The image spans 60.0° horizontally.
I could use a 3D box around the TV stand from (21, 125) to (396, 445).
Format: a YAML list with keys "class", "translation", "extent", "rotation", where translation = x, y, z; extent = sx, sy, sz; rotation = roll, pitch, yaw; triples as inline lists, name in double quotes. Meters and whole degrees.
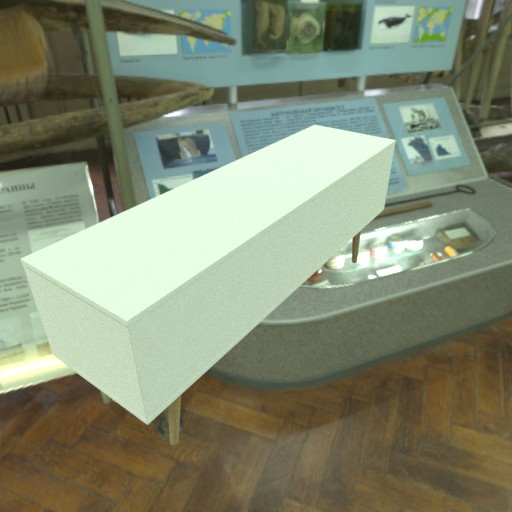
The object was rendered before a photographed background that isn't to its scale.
- class: "TV stand"
  translation: [0.000, 0.000, 1.587]
  extent: [0.401, 0.560, 1.398]
  rotation: [21, 38, 30]
